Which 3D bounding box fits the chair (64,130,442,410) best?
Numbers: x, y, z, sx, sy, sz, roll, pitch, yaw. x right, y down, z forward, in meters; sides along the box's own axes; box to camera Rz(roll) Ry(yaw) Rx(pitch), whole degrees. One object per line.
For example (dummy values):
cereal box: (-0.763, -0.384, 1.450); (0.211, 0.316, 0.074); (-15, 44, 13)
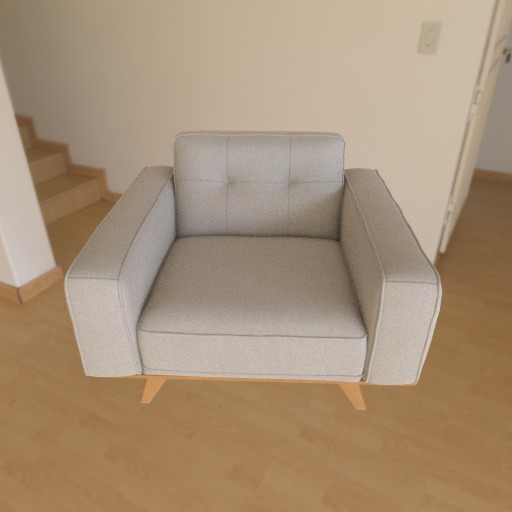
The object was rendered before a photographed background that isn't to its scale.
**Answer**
chair: (0.000, 0.000, 1.724); (1.115, 0.779, 0.953); (1, 30, 2)
